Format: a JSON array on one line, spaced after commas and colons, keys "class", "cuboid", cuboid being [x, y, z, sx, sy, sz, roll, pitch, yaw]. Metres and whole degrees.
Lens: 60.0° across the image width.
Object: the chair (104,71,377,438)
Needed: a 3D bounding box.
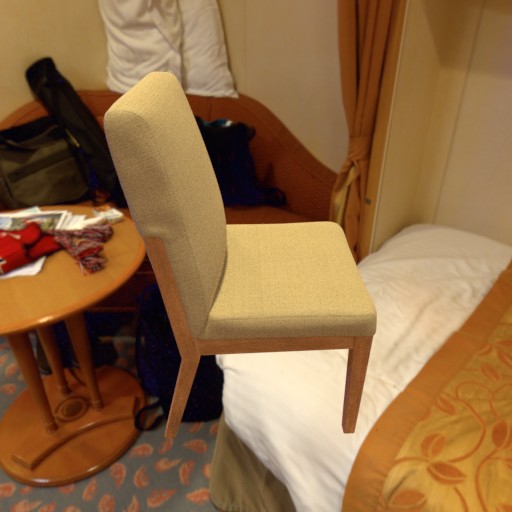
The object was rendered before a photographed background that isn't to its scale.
[{"class": "chair", "cuboid": [0.000, 0.000, 1.237, 0.586, 0.911, 0.507, -1, 31, -1]}]
